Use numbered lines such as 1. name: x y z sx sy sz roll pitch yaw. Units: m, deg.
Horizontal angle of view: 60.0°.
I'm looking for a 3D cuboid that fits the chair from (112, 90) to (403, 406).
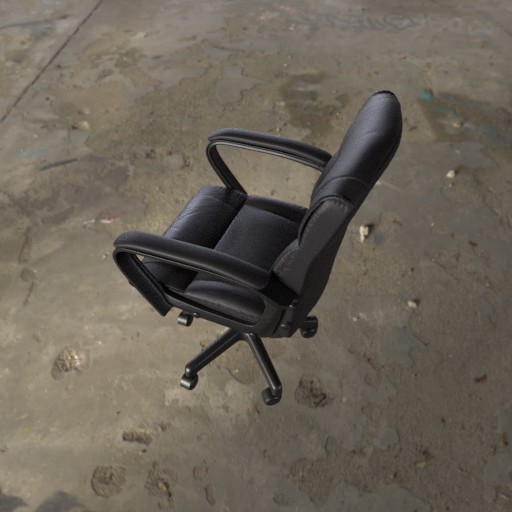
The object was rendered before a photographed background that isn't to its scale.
1. chair: 0.000 0.000 1.345 0.641 0.998 0.576 17 49 15
